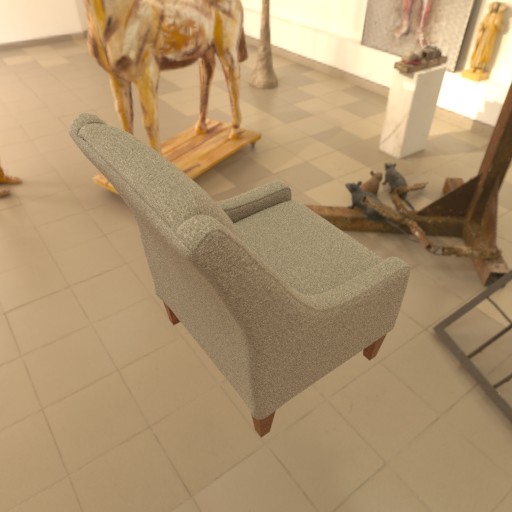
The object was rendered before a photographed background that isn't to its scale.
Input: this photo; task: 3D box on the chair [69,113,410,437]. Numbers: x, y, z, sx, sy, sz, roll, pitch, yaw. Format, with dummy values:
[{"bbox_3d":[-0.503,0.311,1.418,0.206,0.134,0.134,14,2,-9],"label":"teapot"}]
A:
[{"bbox_3d":[0.000,0.000,1.603,0.870,1.016,0.774,-25,46,-27],"label":"chair"}]
